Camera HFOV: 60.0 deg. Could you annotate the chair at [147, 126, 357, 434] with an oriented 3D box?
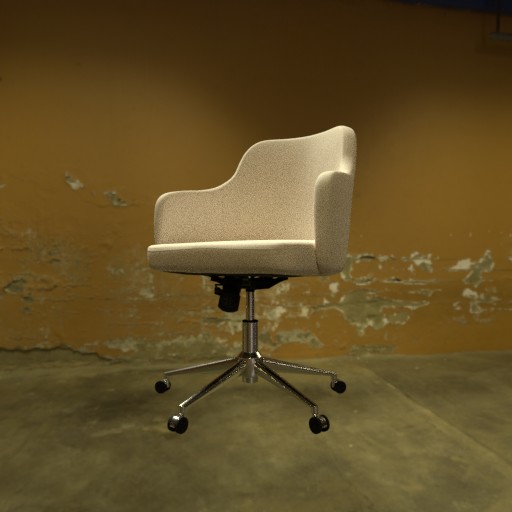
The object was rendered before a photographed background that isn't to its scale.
[{"bbox_3d":[0.000,0.000,1.274,0.602,0.819,0.647,0,-1,37],"label":"chair"}]
